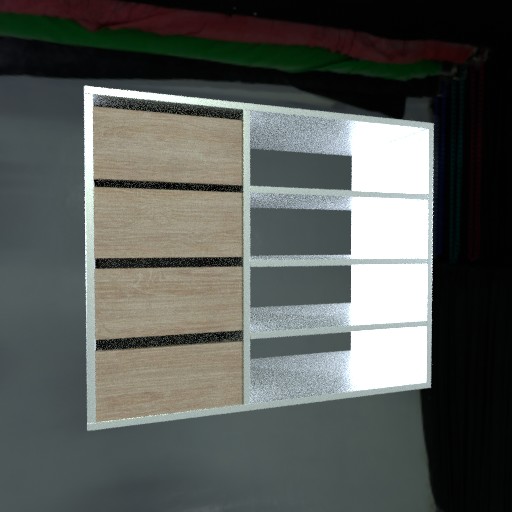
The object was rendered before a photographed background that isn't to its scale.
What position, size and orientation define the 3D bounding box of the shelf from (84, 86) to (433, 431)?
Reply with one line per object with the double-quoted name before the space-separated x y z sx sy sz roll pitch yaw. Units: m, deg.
"shelf" 0.000 0.000 1.269 0.895 0.732 0.396 -1 2 -19
